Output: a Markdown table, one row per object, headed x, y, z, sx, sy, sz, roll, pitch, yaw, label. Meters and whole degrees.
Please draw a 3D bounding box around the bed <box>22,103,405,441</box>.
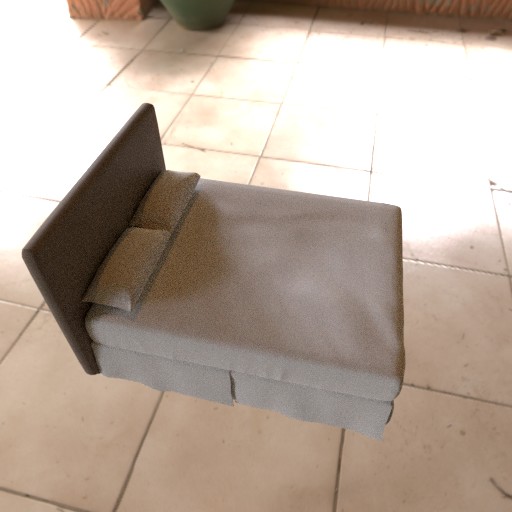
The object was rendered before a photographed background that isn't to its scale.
| x | y | z | sx | sy | sz | roll | pitch | yaw | label |
| --- | --- | --- | --- | --- | --- | --- | --- | --- | --- |
| 0.000 | 0.000 | 3.139 | 2.142 | 1.330 | 1.723 | 9 | 47 | 9 | bed |
